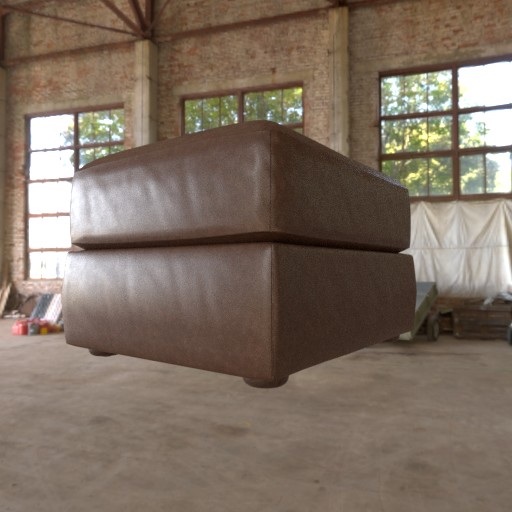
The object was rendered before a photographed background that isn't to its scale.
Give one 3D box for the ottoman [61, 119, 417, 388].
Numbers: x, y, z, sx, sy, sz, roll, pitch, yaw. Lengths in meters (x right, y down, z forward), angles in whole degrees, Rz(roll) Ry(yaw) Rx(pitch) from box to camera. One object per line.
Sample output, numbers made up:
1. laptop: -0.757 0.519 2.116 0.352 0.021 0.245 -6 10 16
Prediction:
1. ottoman: 0.000 0.000 1.140 0.603 0.476 0.751 -1 -2 36
